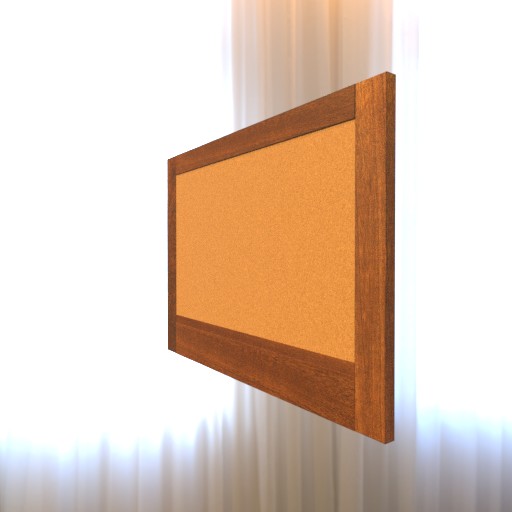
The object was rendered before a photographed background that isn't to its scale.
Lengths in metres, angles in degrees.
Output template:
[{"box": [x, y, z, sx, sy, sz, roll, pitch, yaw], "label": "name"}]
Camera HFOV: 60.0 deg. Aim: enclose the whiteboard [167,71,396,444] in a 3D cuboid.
[{"box": [0.000, 0.000, 1.005, 0.083, 0.559, 0.783, -1, 1, -36], "label": "whiteboard"}]
